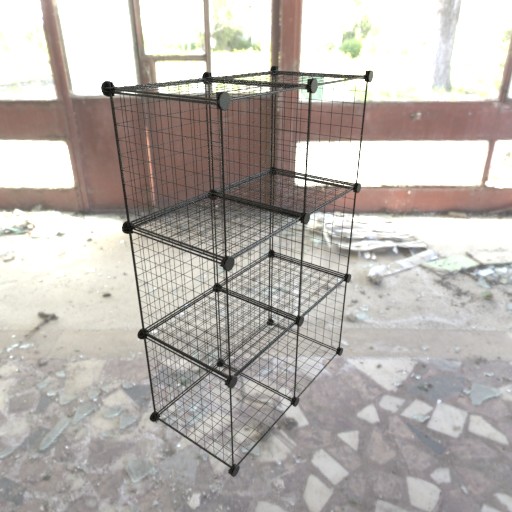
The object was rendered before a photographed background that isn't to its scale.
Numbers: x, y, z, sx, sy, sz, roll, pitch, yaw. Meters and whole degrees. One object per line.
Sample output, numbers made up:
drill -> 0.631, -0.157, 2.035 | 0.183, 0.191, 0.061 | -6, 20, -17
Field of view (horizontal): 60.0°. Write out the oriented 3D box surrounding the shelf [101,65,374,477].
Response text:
shelf -> 0.000, 0.000, 1.406 | 0.356, 1.067, 0.711 | 18, 32, 32
